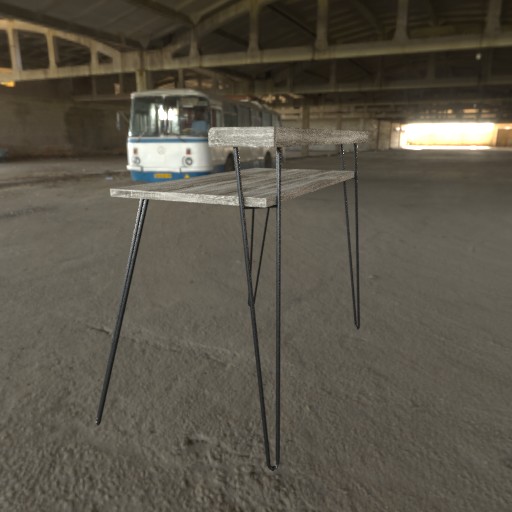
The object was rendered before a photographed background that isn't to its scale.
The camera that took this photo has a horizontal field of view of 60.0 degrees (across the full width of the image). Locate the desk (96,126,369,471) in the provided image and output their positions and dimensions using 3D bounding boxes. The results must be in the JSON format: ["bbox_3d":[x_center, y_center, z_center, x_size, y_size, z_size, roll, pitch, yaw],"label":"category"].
[{"bbox_3d":[0.000,0.000,1.650,0.605,0.899,1.135,7,17,24],"label":"desk"}]
